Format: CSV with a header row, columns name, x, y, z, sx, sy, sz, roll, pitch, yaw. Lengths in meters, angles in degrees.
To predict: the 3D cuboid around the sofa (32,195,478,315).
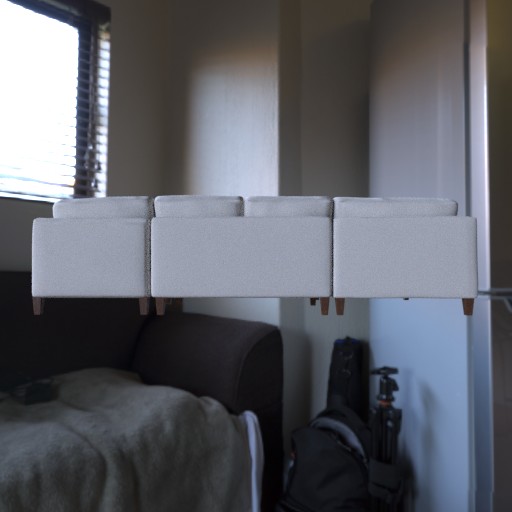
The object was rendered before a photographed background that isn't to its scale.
name,x,y,z,sx,sy,sz,roll,pitch,yaw
sofa,0.000,0.000,4.647,3.459,0.956,2.593,0,-1,1
